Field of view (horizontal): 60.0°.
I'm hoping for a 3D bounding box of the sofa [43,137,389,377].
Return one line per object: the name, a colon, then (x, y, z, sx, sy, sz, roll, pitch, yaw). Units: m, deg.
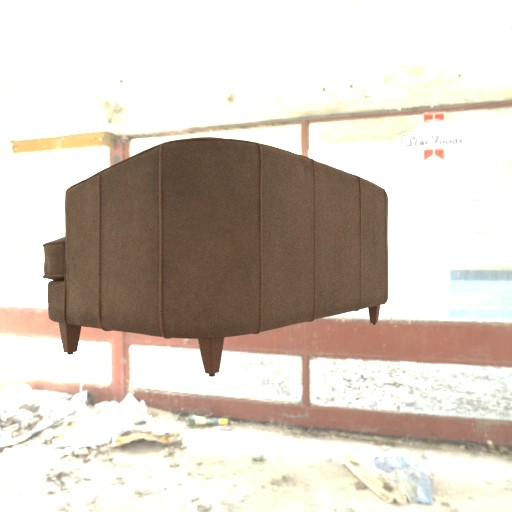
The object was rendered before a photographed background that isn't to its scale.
sofa: (0.000, 0.000, 2.225, 0.917, 0.799, 1.767, 0, -1, 36)
